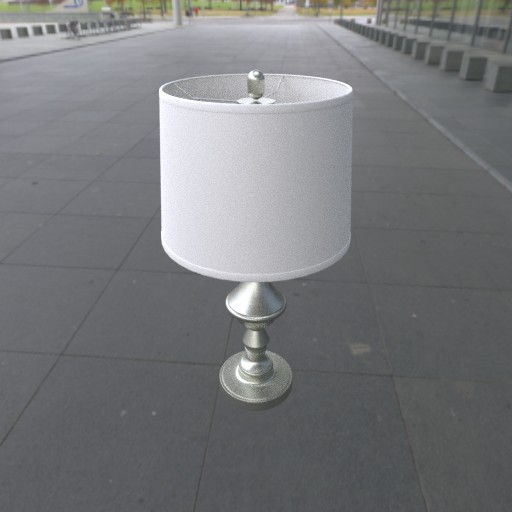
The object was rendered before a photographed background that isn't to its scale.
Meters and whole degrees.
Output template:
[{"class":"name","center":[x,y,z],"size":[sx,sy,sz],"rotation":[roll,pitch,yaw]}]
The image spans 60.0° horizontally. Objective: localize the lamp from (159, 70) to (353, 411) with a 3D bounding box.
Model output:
[{"class":"lamp","center":[0.000,0.000,0.941],"size":[0.383,0.733,0.383],"rotation":[0,29,0]}]
